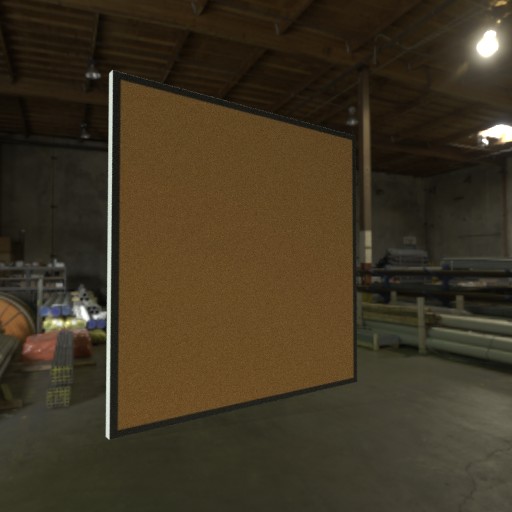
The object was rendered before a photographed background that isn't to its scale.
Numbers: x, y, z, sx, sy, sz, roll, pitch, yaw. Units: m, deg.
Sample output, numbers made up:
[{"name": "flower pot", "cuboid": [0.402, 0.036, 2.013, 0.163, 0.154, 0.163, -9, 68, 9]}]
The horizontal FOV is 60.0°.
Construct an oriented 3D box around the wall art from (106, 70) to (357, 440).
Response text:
[{"name": "wall art", "cuboid": [0.000, 0.000, 1.213, 0.805, 0.803, 0.022, 1, -2, -37]}]
